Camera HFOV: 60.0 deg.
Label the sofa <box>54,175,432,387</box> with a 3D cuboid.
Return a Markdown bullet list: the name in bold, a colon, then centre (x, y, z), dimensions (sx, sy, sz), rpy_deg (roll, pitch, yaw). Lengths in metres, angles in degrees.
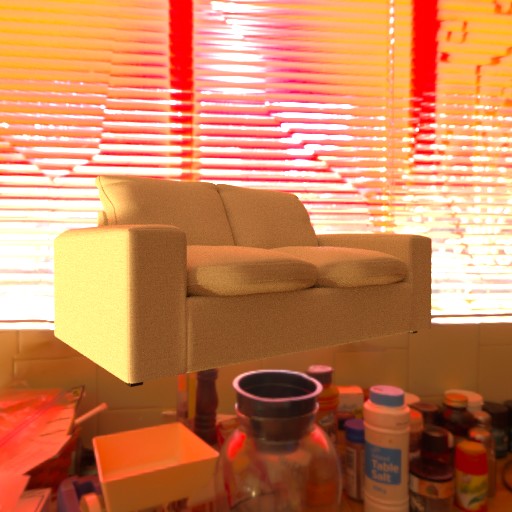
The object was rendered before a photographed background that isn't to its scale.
- **sofa**: centre (0.000, 0.000, 2.337), dimensions (1.754, 0.875, 1.091), rpy_deg (-1, 1, -37)
